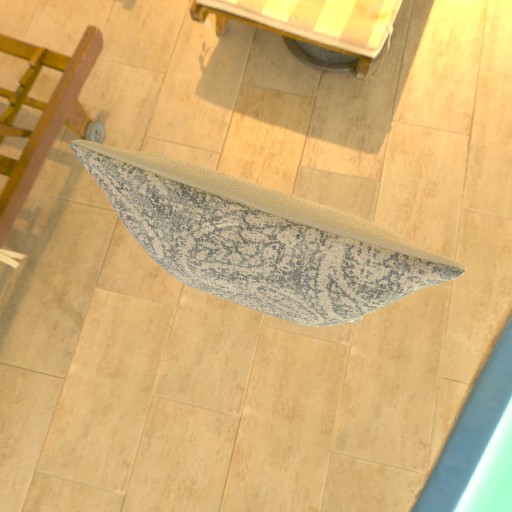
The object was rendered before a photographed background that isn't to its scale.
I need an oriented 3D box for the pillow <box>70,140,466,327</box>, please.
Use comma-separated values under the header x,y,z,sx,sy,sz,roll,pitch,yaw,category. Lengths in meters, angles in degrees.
x,y,z,sx,sy,sz,roll,pitch,yaw,category
0.000,0.000,0.789,0.523,0.510,0.166,19,77,4,pillow
